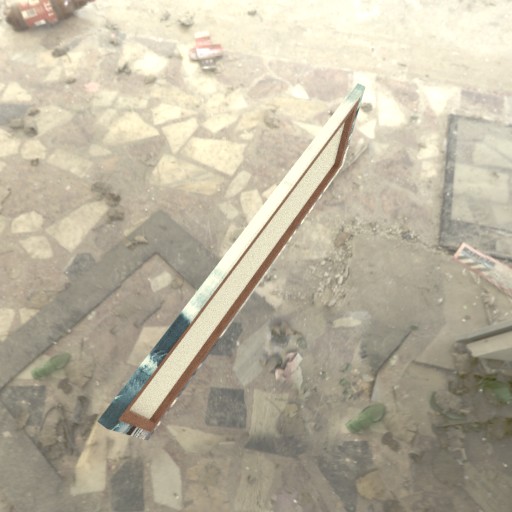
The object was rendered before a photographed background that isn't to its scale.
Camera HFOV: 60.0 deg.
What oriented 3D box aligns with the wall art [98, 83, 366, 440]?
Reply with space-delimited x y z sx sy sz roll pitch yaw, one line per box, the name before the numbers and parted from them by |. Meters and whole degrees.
wall art | 0.000 0.000 1.715 0.037 0.509 1.524 31 68 14
